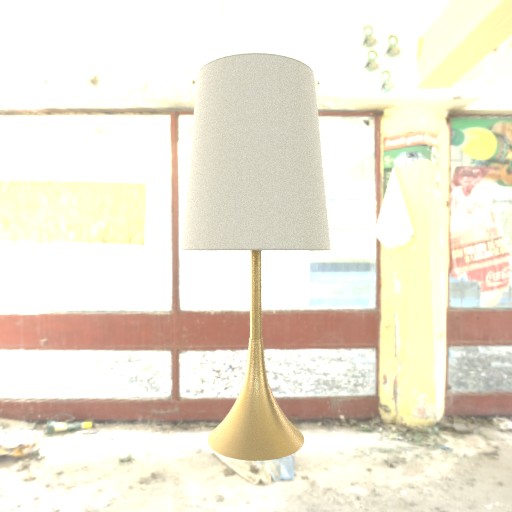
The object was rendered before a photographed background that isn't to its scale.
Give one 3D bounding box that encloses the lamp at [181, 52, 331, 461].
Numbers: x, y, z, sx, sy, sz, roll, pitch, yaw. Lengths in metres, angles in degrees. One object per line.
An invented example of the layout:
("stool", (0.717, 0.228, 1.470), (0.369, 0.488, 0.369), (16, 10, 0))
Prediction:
("lamp", (0.000, 0.000, 0.689), (0.231, 0.569, 0.231), (0, 0, 0))
